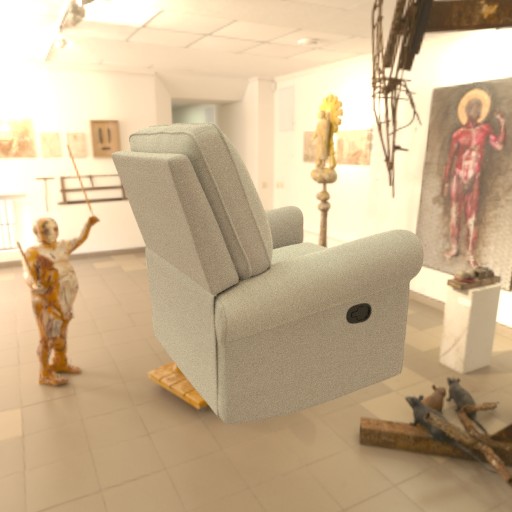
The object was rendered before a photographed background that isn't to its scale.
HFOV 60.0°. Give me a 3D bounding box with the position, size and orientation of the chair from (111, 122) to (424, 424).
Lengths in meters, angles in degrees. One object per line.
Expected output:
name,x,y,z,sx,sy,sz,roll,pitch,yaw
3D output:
chair,0.000,0.000,1.692,0.878,0.960,0.890,-8,16,-28
